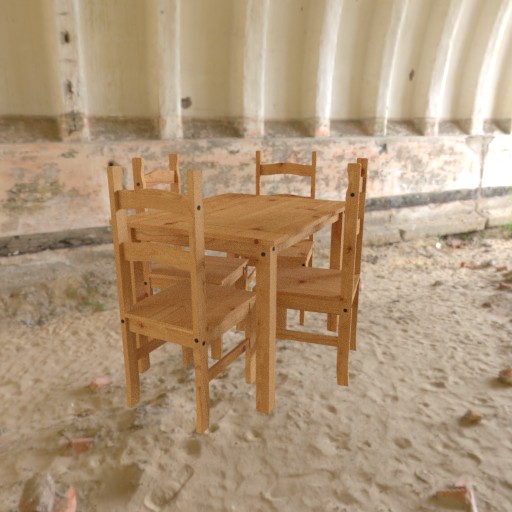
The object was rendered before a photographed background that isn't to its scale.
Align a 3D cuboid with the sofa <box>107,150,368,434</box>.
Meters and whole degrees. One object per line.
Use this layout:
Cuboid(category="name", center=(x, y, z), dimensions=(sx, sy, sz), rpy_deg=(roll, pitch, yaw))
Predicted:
Cuboid(category="sofa", center=(0.000, 0.000, 2.298), dimensions=(1.144, 1.000, 1.529), rpy_deg=(8, 18, 27))
